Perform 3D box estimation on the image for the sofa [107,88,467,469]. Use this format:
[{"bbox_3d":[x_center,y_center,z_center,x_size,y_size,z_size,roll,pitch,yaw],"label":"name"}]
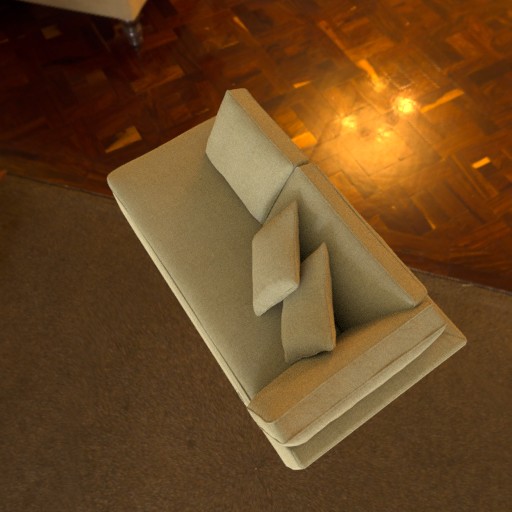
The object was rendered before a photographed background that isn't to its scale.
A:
[{"bbox_3d":[0.000,0.000,2.774,1.110,1.019,2.238,-31,68,-14],"label":"sofa"}]
